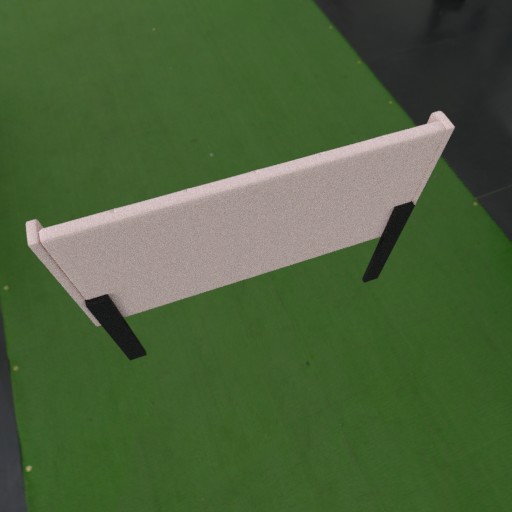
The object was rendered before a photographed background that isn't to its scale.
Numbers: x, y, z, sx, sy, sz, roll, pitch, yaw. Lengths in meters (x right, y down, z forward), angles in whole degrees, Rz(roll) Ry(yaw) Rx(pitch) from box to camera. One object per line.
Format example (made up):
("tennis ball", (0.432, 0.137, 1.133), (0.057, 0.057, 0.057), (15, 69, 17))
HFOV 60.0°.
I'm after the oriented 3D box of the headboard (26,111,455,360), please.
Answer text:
("headboard", (0.000, 0.000, 2.695), (2.051, 1.524, 0.184), (-17, 61, -10))
